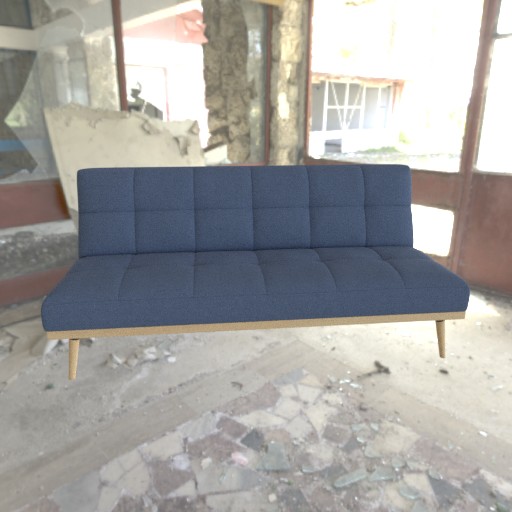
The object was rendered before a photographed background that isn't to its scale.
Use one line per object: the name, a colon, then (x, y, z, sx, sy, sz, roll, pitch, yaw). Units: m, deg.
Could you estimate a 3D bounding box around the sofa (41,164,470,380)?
sofa: (0.000, 0.000, 2.171, 1.800, 0.800, 0.796, -2, 18, -6)
